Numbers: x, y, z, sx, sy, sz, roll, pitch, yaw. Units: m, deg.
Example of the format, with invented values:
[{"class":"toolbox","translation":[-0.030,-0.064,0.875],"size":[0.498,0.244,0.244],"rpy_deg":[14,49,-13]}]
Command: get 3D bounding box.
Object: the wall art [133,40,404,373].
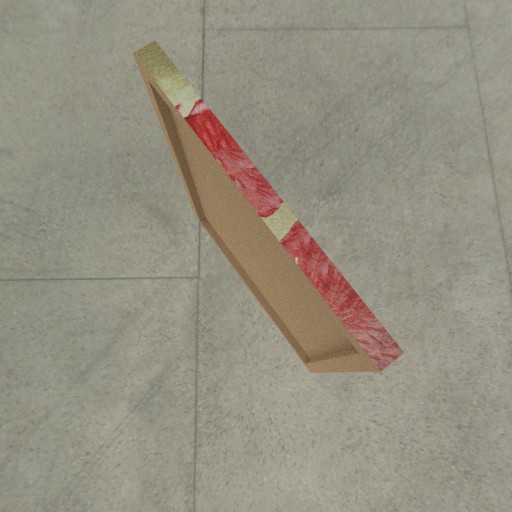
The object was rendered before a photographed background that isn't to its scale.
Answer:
[{"class":"wall art","translation":[0.000,0.000,0.676],"size":[0.028,0.508,0.406],"rpy_deg":[-35,78,-9]}]
